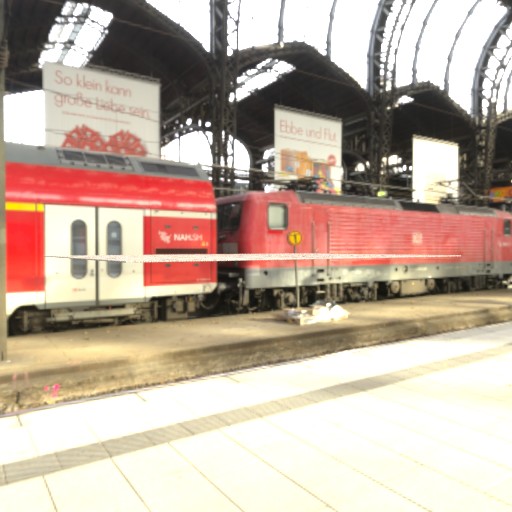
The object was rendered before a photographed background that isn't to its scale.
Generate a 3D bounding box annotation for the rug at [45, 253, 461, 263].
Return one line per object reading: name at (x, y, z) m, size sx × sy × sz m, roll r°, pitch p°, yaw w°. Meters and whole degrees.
rug at (0.000, 0.000, 2.320) m, size 1.818 × 0.005 × 1.217 m, roll -1°, pitch 1°, yaw -36°
